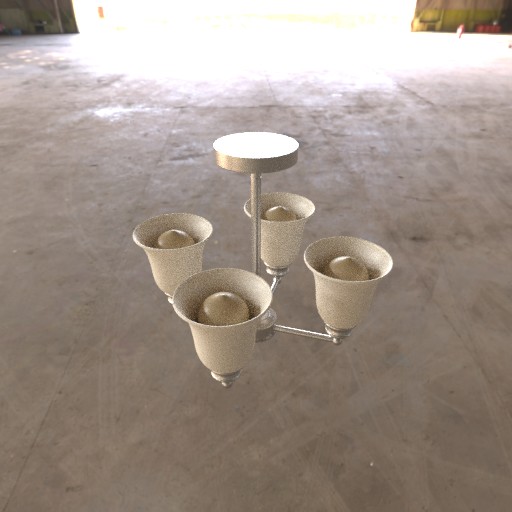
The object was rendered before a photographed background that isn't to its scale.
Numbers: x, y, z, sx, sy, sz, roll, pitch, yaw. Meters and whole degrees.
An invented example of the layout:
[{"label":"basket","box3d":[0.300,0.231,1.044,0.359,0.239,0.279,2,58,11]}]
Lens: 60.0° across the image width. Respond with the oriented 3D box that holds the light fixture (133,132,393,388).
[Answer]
[{"label":"light fixture","box3d":[0.000,0.000,0.724,0.427,0.370,0.427,9,32,15]}]
